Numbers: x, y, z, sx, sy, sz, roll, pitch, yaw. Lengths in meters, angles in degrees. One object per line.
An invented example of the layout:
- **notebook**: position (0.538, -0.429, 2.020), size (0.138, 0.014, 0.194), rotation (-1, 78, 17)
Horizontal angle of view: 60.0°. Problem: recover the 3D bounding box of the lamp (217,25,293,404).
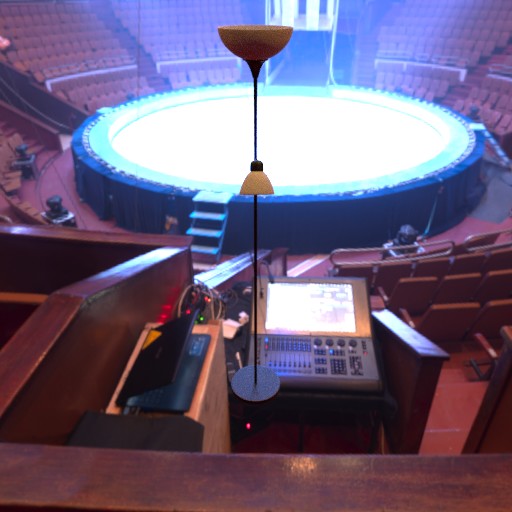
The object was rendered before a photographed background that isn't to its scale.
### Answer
- **lamp**: position (0.000, 0.000, 1.973), size (0.279, 1.804, 0.442), rotation (-1, 30, -1)
